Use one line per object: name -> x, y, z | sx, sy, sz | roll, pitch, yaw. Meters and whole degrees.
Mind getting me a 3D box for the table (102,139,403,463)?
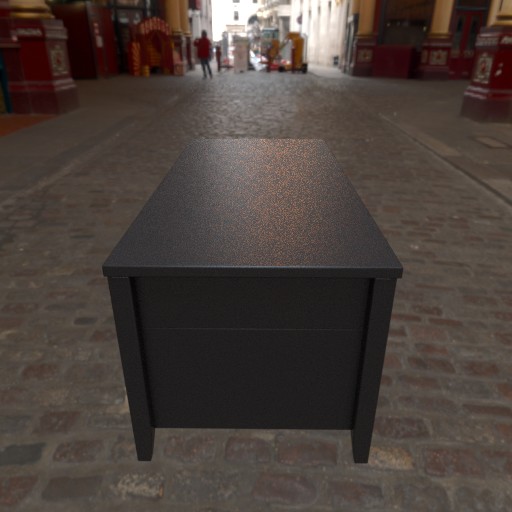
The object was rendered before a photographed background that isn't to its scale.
table -> 0.000, 0.000, 1.263 | 0.483, 0.457, 1.016 | 0, 26, 1
